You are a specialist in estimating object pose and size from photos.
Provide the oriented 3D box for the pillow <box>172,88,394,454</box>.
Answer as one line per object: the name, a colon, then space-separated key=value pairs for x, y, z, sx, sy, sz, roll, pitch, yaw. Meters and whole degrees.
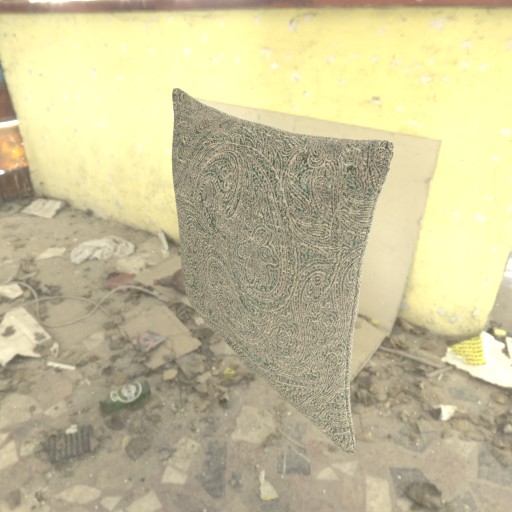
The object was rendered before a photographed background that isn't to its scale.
pillow: x=0.000 y=0.000 z=0.783 sx=0.166 sy=0.507 sz=0.526 roll=-19 pitch=33 yaw=-31
